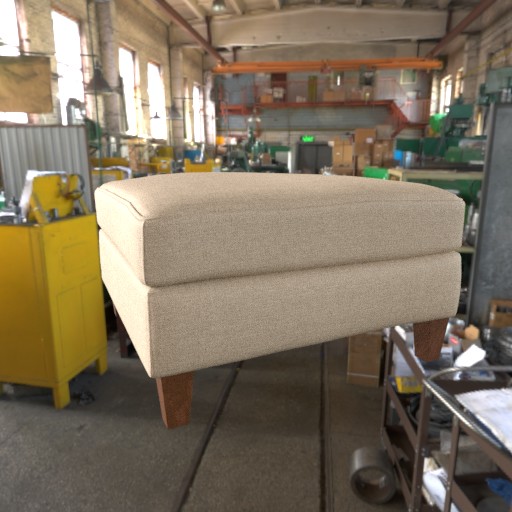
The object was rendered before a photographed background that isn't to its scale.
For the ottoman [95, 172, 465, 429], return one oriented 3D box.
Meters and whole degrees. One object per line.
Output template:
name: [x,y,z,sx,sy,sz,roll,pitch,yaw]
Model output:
ottoman: [0.000,0.000,1.348,0.838,0.503,0.838,-6,14,-24]
